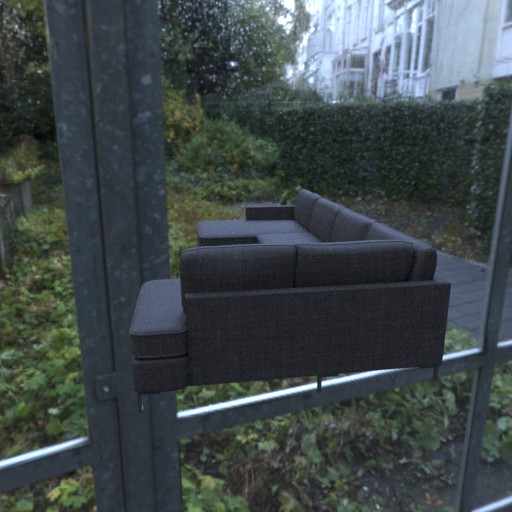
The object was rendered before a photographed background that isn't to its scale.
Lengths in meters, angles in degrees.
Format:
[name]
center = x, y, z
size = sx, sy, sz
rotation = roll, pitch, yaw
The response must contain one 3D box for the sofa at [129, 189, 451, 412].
[sofa]
center = 0.000, 0.000, 4.368
size = 2.048, 0.999, 3.423
rotation = -2, 16, -9
